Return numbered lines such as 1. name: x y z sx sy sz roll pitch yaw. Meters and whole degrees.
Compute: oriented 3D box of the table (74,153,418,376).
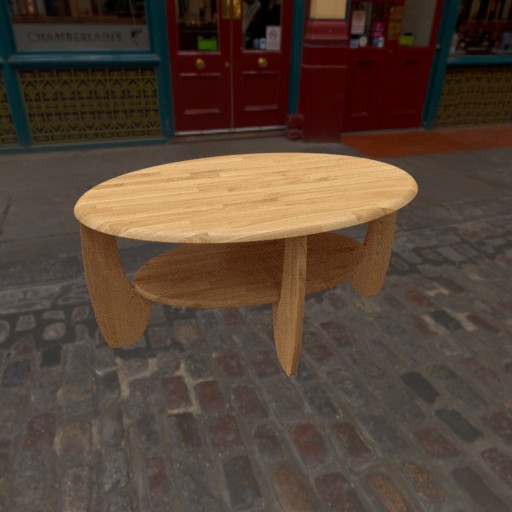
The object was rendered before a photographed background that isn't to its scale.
1. table: 0.000 0.000 1.442 1.040 0.490 0.690 -9 29 -17
